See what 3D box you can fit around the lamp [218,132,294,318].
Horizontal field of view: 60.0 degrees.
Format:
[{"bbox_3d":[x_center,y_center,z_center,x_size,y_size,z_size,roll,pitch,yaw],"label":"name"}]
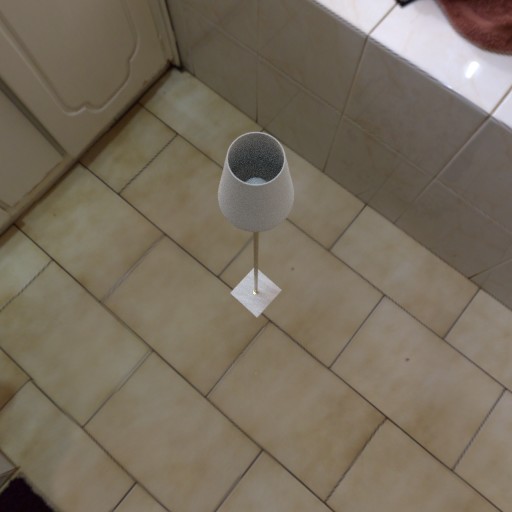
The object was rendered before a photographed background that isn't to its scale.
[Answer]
[{"bbox_3d":[0.000,0.000,1.928,0.229,1.813,0.232,41,79,10],"label":"lamp"}]
